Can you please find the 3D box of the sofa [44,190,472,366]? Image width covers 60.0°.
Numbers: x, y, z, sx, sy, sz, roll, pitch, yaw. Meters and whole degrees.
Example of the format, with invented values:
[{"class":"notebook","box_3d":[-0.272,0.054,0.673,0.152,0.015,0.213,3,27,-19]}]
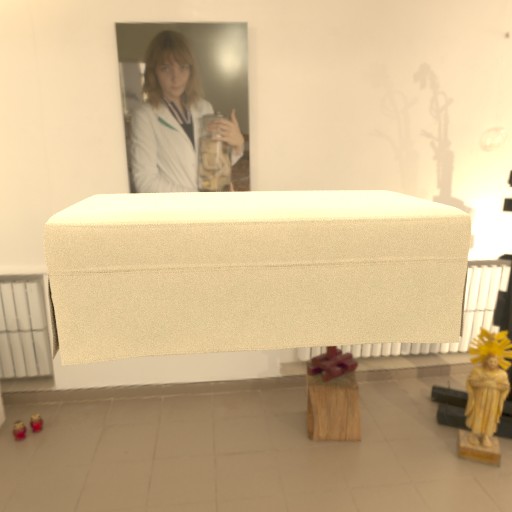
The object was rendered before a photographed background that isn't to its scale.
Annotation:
[{"class":"sofa","box_3d":[0.000,0.000,2.114,1.677,0.552,0.939,-2,15,-7]}]
